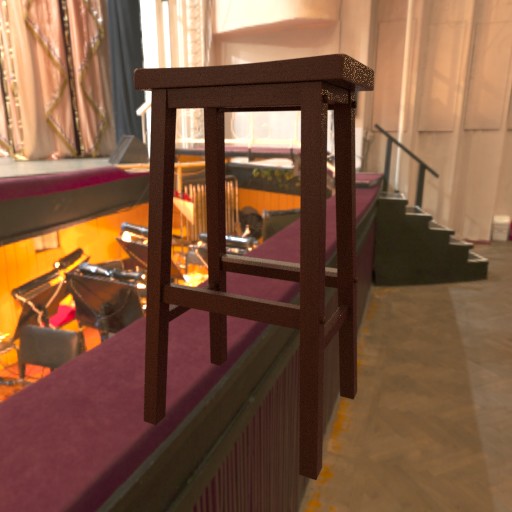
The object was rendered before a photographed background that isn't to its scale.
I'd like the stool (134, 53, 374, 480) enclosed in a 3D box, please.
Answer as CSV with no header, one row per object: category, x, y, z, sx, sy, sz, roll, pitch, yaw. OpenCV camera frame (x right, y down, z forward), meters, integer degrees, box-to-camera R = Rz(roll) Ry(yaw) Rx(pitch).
stool,0.000,0.000,0.950,0.406,0.742,0.322,7,17,25
